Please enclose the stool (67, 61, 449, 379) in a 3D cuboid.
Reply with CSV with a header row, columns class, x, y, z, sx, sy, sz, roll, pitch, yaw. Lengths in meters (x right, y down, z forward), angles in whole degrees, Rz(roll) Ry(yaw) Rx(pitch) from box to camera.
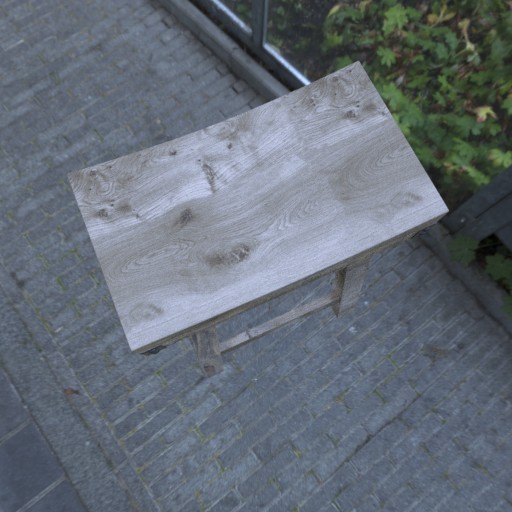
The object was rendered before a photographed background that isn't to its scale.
class,x,y,z,sx,sy,sz,roll,pitch,yaw
stool,0.000,0.000,0.889,0.450,0.635,0.330,-23,76,-6
